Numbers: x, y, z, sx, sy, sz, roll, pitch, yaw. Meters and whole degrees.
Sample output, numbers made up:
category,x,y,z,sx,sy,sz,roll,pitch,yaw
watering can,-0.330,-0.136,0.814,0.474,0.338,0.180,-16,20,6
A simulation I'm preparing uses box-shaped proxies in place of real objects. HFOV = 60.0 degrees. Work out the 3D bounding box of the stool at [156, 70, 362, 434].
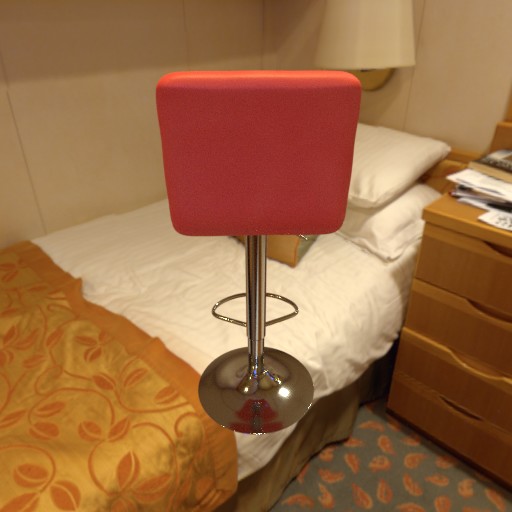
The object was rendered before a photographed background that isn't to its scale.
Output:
category,x,y,z,sx,sy,sz,roll,pitch,yaw
stool,0.000,0.000,1.358,0.430,1.115,0.505,-1,30,-1
